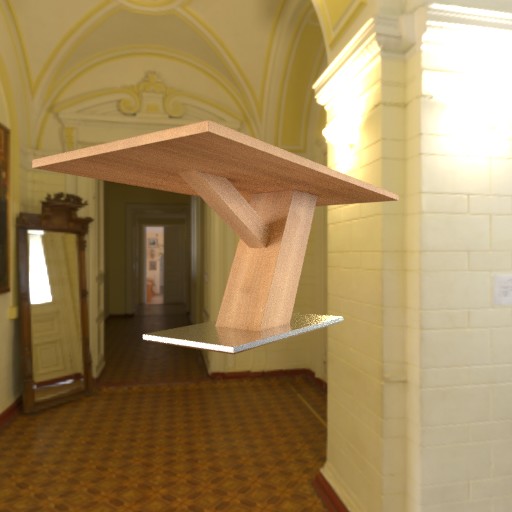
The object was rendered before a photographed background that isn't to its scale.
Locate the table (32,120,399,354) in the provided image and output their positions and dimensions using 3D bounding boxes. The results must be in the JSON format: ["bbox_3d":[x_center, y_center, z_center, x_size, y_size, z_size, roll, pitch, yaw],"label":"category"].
[{"bbox_3d":[0.000,0.000,2.229,0.900,0.750,1.800,0,0,34],"label":"table"}]
